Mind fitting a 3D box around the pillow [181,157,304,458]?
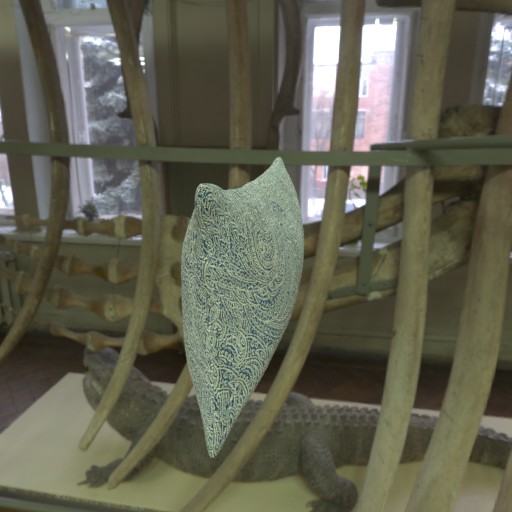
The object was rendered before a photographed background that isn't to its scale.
[{"bbox_3d":[0.000,0.000,0.727,0.151,0.295,0.615,3,15,9],"label":"pillow"}]
